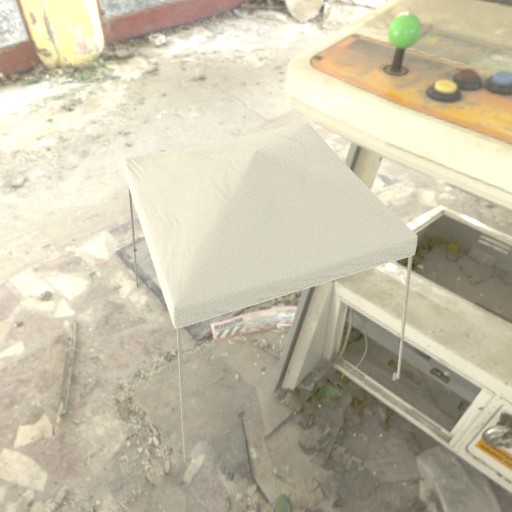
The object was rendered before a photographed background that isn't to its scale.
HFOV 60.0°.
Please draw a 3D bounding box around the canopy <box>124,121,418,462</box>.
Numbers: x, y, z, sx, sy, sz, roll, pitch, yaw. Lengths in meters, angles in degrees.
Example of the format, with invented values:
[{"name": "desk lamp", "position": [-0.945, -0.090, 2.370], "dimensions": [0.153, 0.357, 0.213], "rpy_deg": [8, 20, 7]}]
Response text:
[{"name": "canopy", "position": [0.000, 0.000, 6.645], "dimensions": [3.599, 3.600, 3.600], "rpy_deg": [-16, 47, -15]}]
